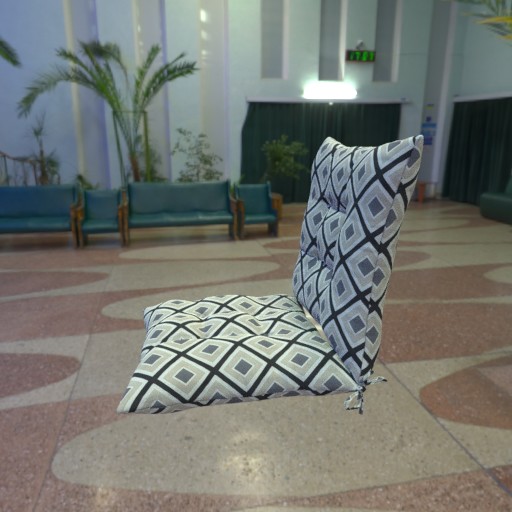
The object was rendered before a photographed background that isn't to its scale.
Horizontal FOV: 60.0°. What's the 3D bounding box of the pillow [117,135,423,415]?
[{"bbox_3d":[0.000,0.000,1.022,0.585,0.536,0.541,-2,15,-9],"label":"pillow"}]
